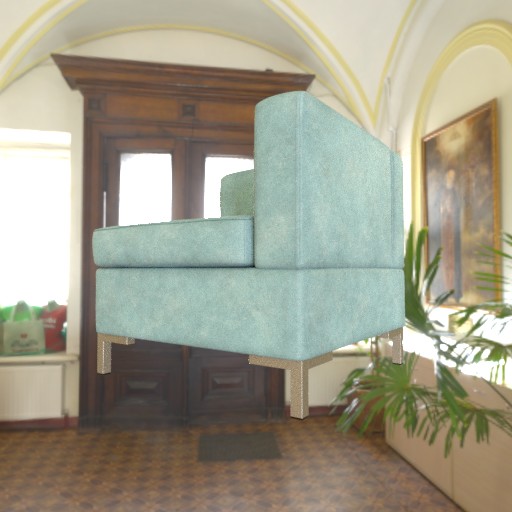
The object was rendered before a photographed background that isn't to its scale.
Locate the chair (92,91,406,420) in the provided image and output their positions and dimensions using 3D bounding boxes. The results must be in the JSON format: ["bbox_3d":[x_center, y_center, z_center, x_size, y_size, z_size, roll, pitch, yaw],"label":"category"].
[{"bbox_3d":[0.000,0.000,1.303,0.691,0.660,0.684,-1,-2,35],"label":"chair"}]
